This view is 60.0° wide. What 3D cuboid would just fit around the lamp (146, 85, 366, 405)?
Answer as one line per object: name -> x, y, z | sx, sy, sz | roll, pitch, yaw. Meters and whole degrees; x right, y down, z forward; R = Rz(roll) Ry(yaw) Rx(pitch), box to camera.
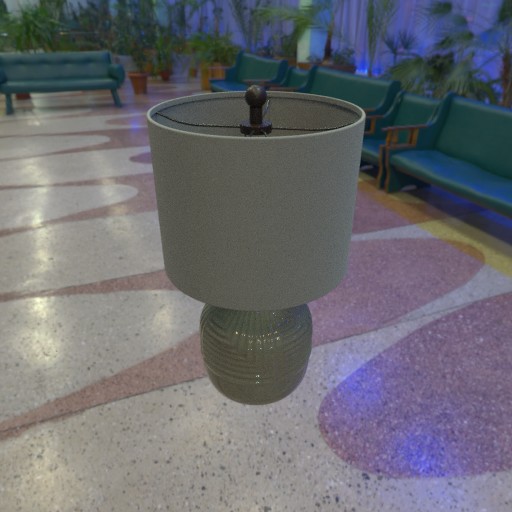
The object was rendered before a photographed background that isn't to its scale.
lamp -> 0.000, 0.000, 0.779 | 0.318, 0.567, 0.318 | 0, 30, 0
